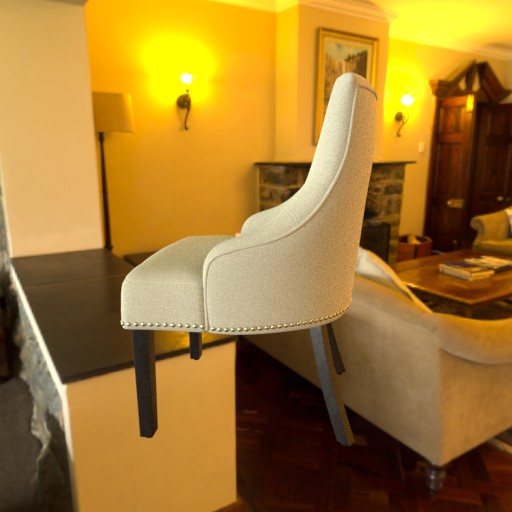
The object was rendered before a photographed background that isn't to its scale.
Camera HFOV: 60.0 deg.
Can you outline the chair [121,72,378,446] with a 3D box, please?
[{"bbox_3d":[0.000,0.000,1.286,0.629,0.909,0.566,2,13,8],"label":"chair"}]
